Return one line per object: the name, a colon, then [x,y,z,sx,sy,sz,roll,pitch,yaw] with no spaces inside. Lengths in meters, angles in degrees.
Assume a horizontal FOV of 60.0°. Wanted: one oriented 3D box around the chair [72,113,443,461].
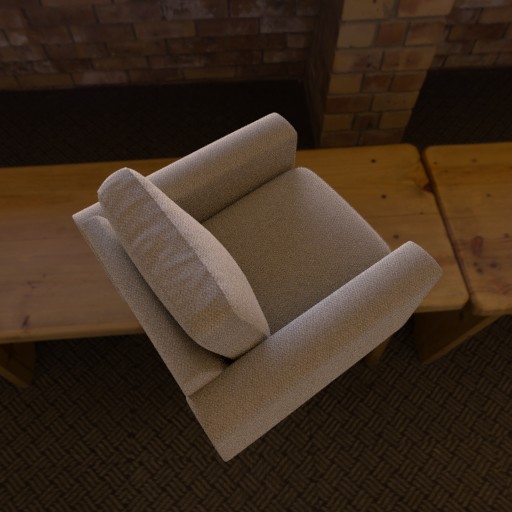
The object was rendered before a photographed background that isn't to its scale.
chair: [0.000,0.000,1.732,1.016,0.873,1.005,-32,65,-17]
